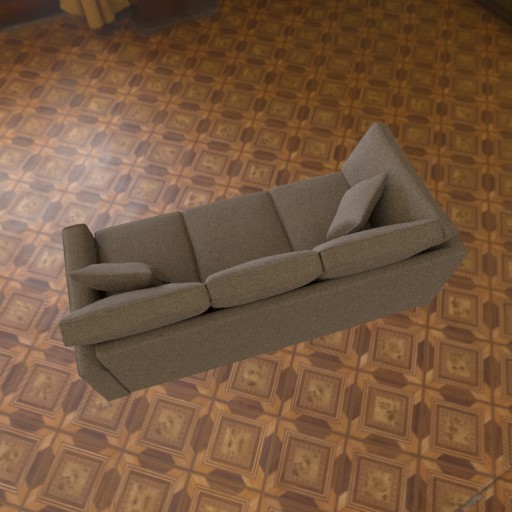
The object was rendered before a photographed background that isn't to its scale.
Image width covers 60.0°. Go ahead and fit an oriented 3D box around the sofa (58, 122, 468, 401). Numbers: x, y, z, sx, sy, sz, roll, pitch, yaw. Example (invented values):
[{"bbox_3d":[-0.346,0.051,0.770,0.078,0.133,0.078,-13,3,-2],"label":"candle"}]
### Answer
[{"bbox_3d":[0.000,0.000,2.907,2.317,0.962,1.061,-15,60,-9],"label":"sofa"}]
